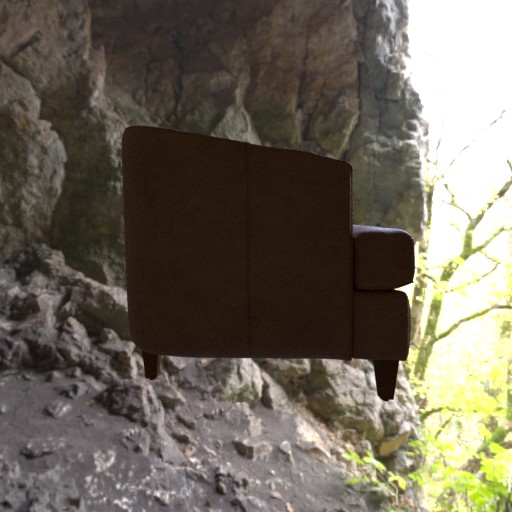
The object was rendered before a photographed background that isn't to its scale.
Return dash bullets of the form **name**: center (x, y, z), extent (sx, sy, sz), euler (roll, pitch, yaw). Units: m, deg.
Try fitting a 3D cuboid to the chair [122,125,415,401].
- **chair**: center (0.000, 0.000, 1.769), extent (0.911, 0.836, 1.119), euler (0, 0, 0)
